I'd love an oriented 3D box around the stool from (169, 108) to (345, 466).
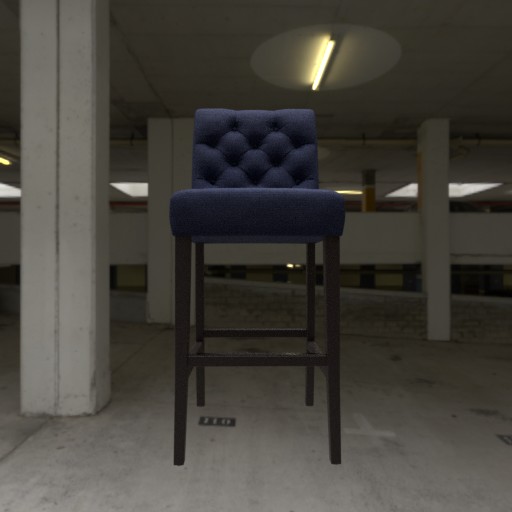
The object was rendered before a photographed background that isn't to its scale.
[{"bbox_3d":[0.000,0.000,1.486,0.493,1.140,0.601,0,0,-1],"label":"stool"}]
